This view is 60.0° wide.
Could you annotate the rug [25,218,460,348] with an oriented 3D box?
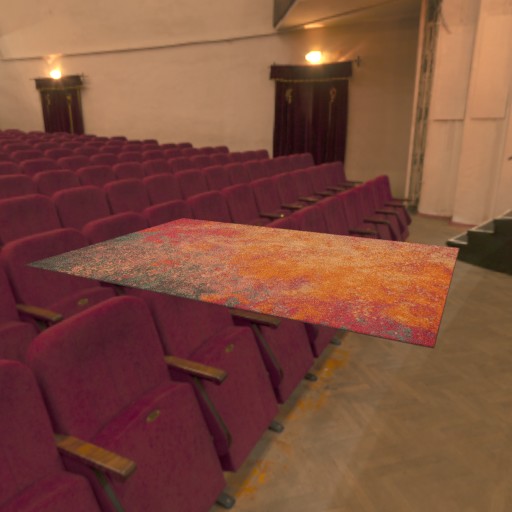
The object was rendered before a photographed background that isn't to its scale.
[{"bbox_3d":[0.000,0.000,3.560,2.896,0.013,2.007,8,18,26],"label":"rug"}]
